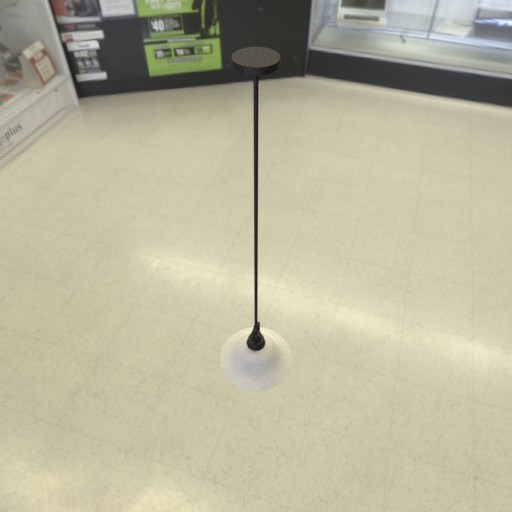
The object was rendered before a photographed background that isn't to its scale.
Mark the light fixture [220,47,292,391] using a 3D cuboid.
[{"bbox_3d":[0.000,0.000,1.504,0.324,1.337,0.324,15,49,14],"label":"light fixture"}]
